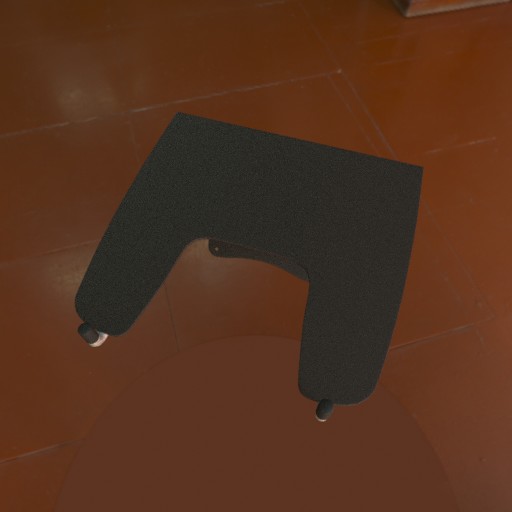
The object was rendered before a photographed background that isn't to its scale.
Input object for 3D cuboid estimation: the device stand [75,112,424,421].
[{"bbox_3d":[0.000,0.000,0.360,0.230,0.092,0.230,15,59,9],"label":"device stand"}]
